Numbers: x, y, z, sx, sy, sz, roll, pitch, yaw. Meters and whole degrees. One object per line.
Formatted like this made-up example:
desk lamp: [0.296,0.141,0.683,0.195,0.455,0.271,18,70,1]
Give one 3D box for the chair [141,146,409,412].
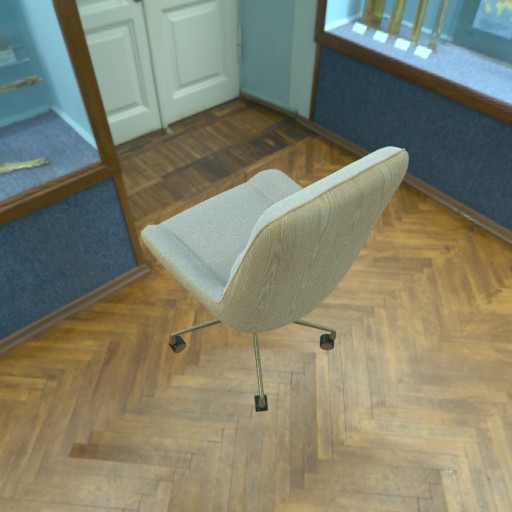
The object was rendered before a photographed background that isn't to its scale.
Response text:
chair: [0.000,0.000,1.378,0.564,0.952,0.668,-30,53,-25]
